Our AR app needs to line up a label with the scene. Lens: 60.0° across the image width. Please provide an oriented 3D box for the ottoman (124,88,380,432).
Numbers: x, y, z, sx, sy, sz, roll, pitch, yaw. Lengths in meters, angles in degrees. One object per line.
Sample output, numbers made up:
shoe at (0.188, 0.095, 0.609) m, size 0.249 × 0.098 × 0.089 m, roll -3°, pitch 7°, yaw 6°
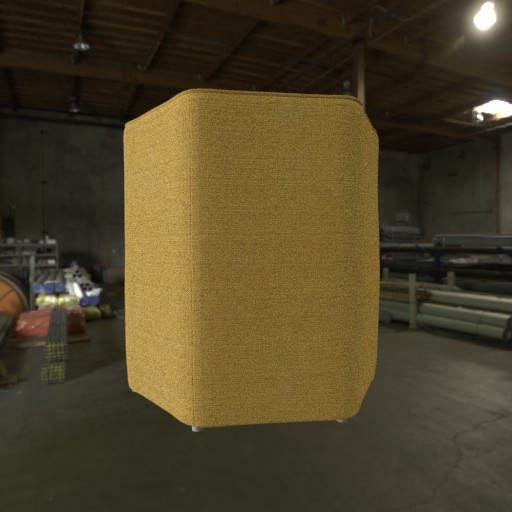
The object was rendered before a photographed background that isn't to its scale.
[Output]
ottoman at (0.000, 0.000, 0.856) m, size 0.443 × 0.502 × 0.494 m, roll -1°, pitch 2°, yaw -38°
